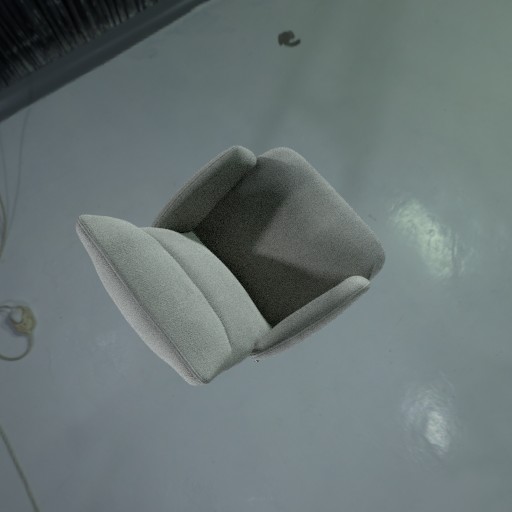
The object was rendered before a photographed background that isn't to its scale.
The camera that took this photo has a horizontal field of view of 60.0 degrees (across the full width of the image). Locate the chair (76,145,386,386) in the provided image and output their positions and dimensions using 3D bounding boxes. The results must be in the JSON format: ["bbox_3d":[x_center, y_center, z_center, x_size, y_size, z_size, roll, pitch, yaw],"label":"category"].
[{"bbox_3d":[0.000,0.000,1.627,0.889,1.016,0.711,-38,78,-10],"label":"chair"}]
